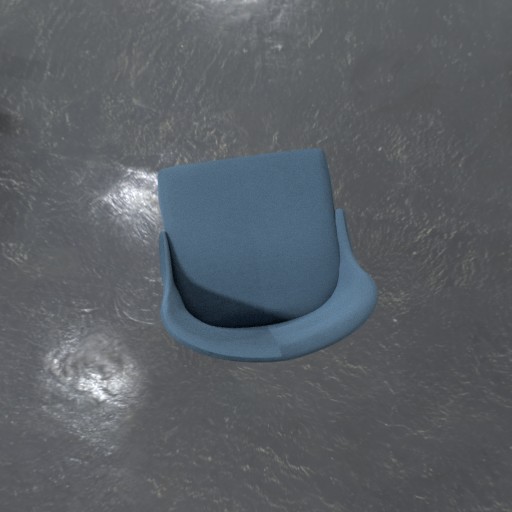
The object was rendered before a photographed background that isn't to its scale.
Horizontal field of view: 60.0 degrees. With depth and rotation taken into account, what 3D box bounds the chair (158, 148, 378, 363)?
[{"bbox_3d":[0.000,0.000,1.197,0.503,0.882,0.589,-8,75,-2],"label":"chair"}]
